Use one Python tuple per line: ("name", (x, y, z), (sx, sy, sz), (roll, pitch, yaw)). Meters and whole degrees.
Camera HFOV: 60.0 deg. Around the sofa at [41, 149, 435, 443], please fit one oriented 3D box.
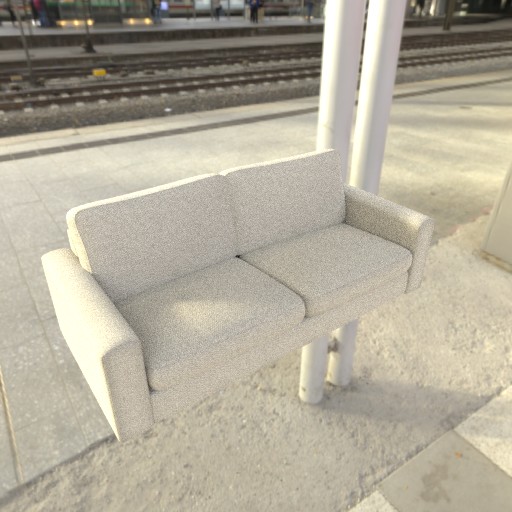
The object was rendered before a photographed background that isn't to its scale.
("sofa", (0.000, 0.000, 2.675), (2.179, 0.873, 1.016), (-20, 35, -31))
